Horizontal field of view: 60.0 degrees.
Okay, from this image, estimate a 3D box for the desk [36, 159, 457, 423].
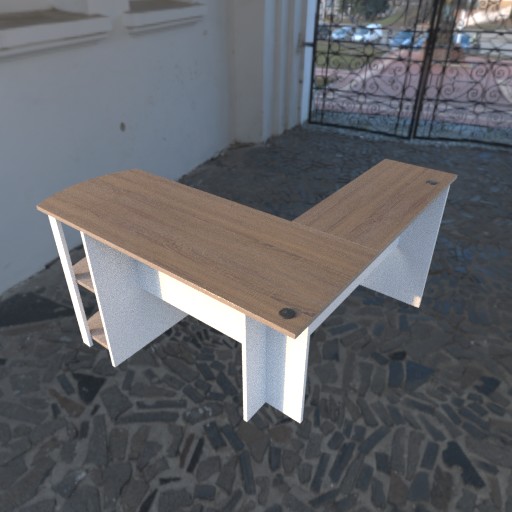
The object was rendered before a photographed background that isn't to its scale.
[{"bbox_3d":[0.000,0.000,2.117,1.303,0.716,1.361,22,39,31],"label":"desk"}]
